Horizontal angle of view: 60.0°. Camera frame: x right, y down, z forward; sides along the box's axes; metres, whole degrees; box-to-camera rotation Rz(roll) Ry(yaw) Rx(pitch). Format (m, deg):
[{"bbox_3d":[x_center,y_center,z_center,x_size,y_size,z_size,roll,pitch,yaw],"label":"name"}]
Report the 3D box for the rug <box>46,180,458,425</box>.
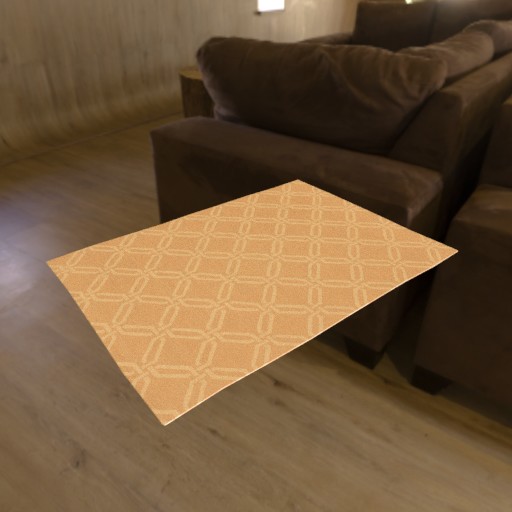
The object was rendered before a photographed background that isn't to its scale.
[{"bbox_3d":[0.000,0.000,2.790,2.135,0.013,1.524,-23,39,-32],"label":"rug"}]
